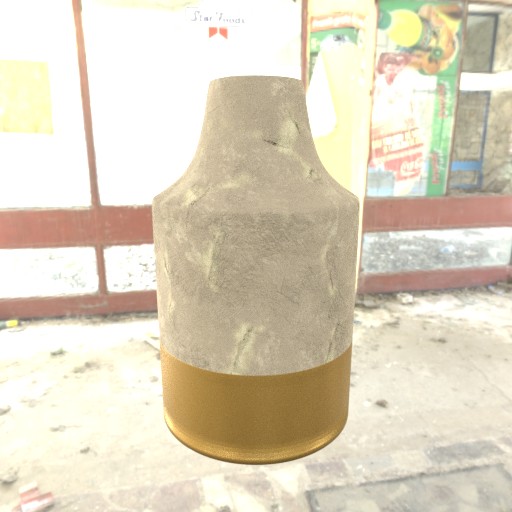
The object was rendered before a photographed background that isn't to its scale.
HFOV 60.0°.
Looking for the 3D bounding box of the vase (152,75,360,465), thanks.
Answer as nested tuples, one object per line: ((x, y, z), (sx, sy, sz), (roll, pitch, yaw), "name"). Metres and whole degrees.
((0.000, 0.000, 0.413), (0.184, 0.305, 0.184), (0, 14, 0), "vase")
